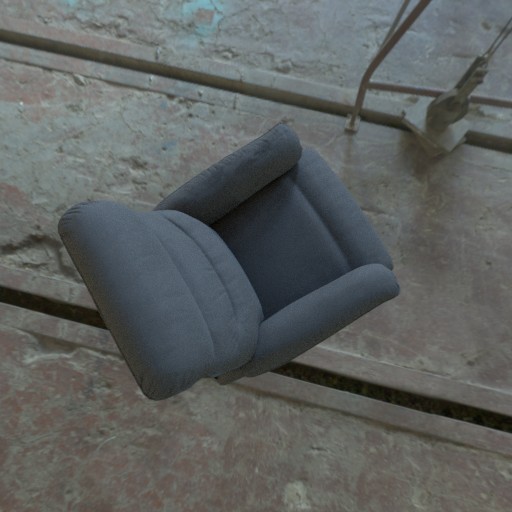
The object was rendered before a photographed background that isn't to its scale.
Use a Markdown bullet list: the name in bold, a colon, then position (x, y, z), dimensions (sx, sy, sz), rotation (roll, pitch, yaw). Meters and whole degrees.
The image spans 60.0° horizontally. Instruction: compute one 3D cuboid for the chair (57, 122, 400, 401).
- **chair**: position (0.000, 0.000, 1.718), dimensions (1.004, 1.037, 0.820), rotation (-31, 78, -7)
